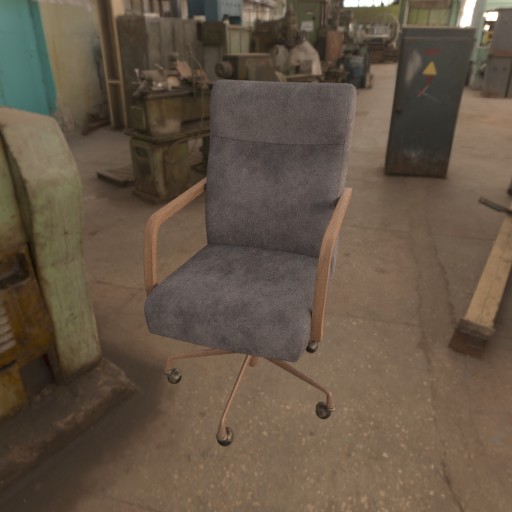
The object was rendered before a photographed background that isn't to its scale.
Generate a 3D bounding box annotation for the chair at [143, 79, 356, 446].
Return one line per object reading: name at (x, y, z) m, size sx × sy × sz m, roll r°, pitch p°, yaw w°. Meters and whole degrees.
chair at (0.000, 0.000, 1.469) m, size 0.640 × 1.029 × 0.741 m, roll 8°, pitch 28°, yaw 16°
